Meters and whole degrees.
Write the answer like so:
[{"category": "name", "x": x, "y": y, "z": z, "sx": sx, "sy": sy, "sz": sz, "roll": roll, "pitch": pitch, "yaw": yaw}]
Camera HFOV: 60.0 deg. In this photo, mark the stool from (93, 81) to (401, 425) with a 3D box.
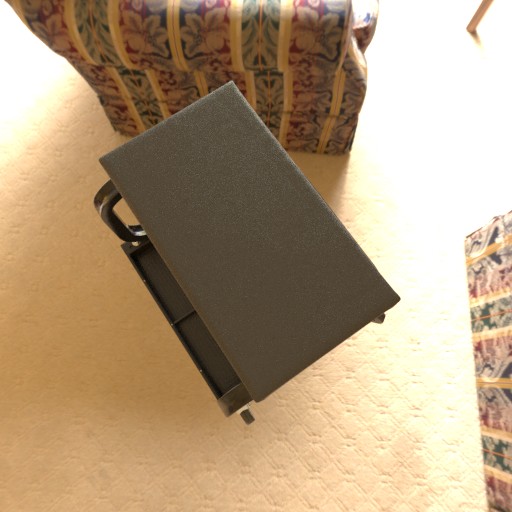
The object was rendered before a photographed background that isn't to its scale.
[{"category": "stool", "x": 0.000, "y": 0.000, "z": 0.734, "sx": 0.371, "sy": 0.380, "sz": 0.446, "roll": -33, "pitch": 77, "yaw": -8}]
